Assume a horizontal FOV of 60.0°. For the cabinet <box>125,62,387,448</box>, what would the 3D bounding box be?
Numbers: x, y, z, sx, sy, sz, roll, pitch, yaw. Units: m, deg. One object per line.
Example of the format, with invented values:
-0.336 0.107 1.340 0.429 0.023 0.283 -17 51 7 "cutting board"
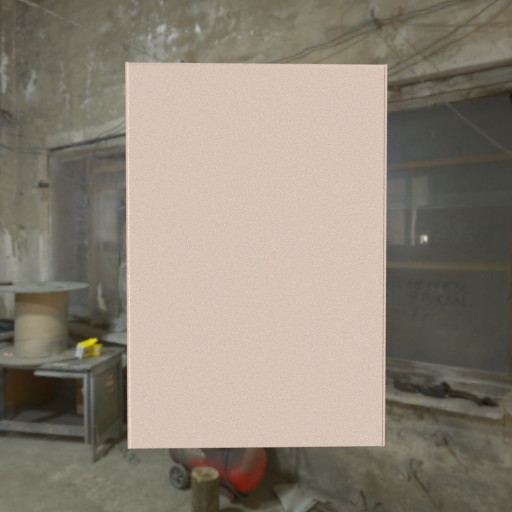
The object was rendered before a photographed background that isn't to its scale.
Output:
0.000 0.000 2.458 1.290 1.910 0.510 0 1 -1 "cabinet"
